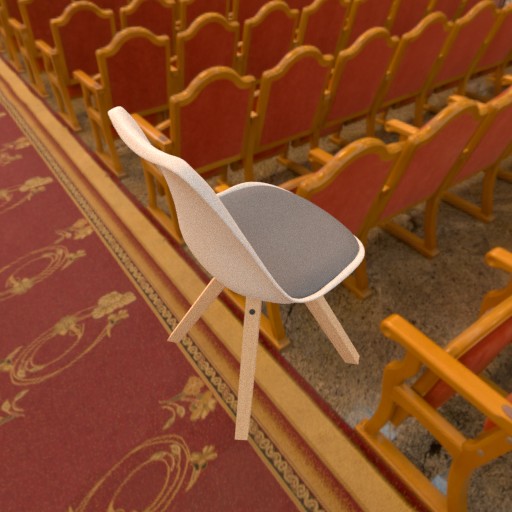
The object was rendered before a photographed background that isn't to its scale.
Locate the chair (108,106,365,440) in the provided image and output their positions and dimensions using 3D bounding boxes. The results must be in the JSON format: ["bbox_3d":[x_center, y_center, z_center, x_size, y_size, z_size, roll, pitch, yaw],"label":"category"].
[{"bbox_3d":[0.000,0.000,1.174,0.550,0.850,0.485,-25,48,-25],"label":"chair"}]
